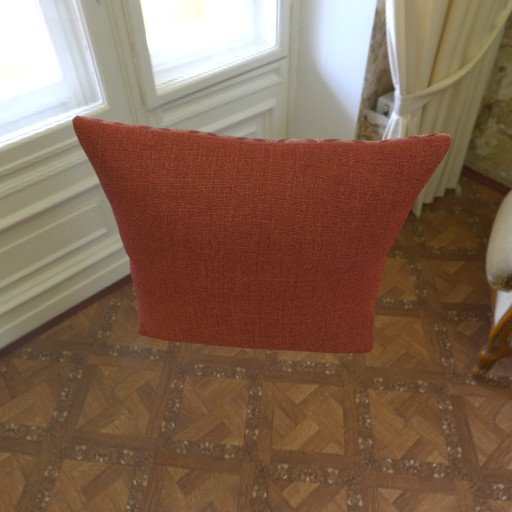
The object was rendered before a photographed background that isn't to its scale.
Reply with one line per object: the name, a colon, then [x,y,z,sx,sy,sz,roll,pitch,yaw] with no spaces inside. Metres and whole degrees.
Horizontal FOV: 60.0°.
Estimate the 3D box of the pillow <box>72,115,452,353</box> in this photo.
pillow: [0.000,0.000,0.651,0.429,0.434,0.159,3,46,3]
